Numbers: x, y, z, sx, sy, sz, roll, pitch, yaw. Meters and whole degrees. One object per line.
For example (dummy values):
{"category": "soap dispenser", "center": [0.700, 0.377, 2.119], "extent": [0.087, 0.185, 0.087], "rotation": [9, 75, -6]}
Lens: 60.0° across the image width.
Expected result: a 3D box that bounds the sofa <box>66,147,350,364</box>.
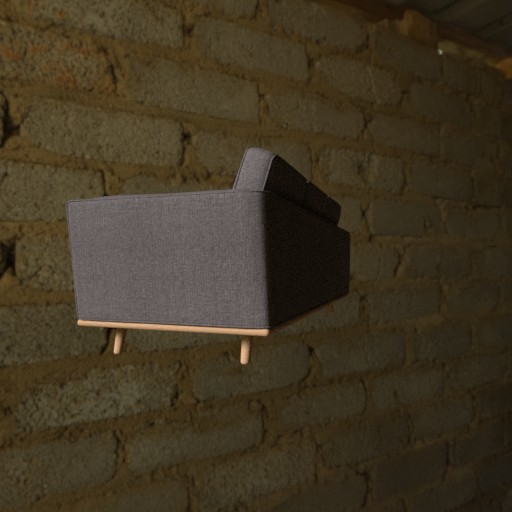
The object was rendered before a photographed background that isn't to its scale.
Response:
{"category": "sofa", "center": [0.000, 0.000, 2.811], "extent": [0.903, 0.899, 2.362], "rotation": [0, -1, 19]}
